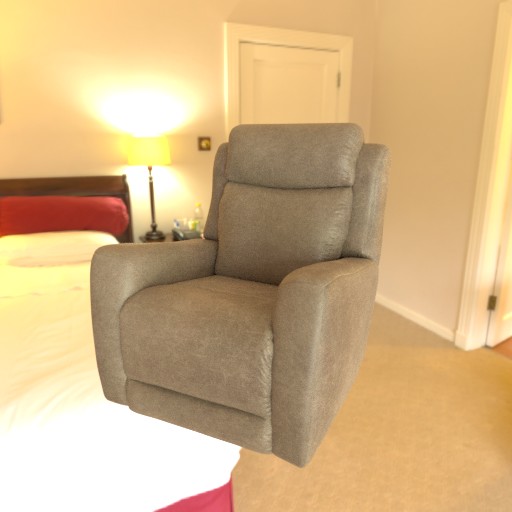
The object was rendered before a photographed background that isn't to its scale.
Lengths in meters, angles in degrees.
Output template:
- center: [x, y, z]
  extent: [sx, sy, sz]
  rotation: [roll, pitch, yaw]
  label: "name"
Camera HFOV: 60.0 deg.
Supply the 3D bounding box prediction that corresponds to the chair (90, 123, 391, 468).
- center: [0.000, 0.000, 1.912]
  extent: [0.965, 1.116, 1.068]
  rotation: [8, 17, 26]
  label: "chair"
